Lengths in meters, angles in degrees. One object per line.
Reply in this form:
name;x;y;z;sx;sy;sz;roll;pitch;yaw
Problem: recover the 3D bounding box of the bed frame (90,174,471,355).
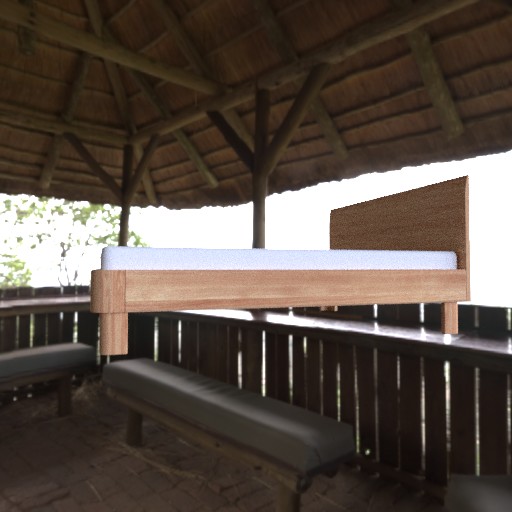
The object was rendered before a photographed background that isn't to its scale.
bed frame;0.000;0.000;3.044;2.092;0.940;1.660;1;-2;-19
